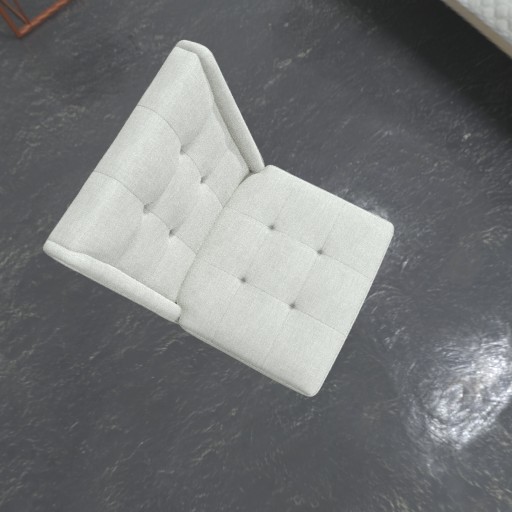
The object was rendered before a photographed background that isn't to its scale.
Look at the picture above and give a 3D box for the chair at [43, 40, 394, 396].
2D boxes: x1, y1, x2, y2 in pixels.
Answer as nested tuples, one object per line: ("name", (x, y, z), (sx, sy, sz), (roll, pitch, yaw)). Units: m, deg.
("chair", (0.000, 0.000, 1.287), (0.676, 0.853, 0.569), (27, 78, 6))
